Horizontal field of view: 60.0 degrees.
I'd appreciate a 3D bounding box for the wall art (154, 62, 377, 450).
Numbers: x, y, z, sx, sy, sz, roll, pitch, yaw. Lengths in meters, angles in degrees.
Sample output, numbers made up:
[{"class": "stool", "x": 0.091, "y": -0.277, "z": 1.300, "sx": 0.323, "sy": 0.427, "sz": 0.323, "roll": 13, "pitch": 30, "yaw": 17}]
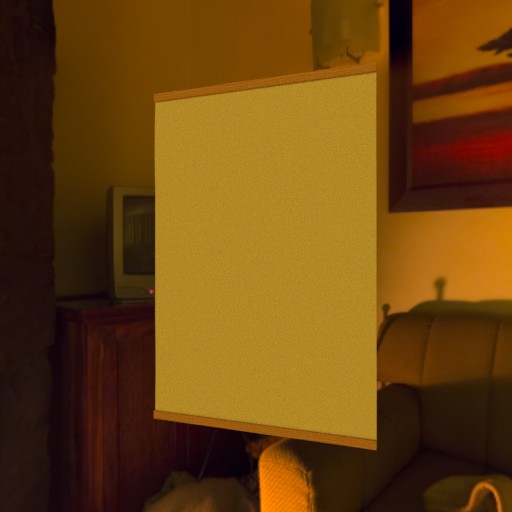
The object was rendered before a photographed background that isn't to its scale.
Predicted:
[{"class": "wall art", "x": 0.000, "y": 0.000, "z": 1.921, "sx": 1.011, "sy": 1.521, "sz": 0.025, "roll": 0, "pitch": 0, "yaw": 20}]
